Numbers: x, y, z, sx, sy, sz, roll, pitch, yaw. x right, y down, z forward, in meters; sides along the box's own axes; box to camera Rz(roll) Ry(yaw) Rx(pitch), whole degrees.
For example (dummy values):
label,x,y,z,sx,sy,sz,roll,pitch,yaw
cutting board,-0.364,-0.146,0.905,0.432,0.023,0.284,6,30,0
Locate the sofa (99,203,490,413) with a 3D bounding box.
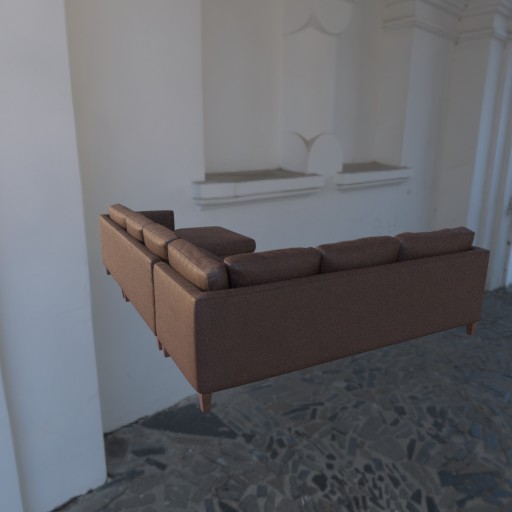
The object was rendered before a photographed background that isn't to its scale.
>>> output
label,x,y,z,sx,sy,sz,roll,pitch,yaw
sofa,0.000,0.000,4.576,2.593,0.923,3.460,-7,16,-27
